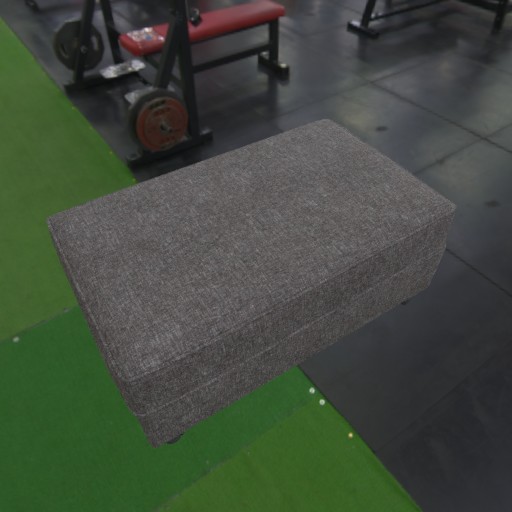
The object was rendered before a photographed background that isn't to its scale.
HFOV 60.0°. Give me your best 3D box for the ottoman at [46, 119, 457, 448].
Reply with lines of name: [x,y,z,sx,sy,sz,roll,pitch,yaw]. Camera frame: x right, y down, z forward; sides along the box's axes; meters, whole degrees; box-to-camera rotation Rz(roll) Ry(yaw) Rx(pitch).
ottoman: [0.000,0.000,1.563,1.184,0.487,0.717,-25,51,-22]
